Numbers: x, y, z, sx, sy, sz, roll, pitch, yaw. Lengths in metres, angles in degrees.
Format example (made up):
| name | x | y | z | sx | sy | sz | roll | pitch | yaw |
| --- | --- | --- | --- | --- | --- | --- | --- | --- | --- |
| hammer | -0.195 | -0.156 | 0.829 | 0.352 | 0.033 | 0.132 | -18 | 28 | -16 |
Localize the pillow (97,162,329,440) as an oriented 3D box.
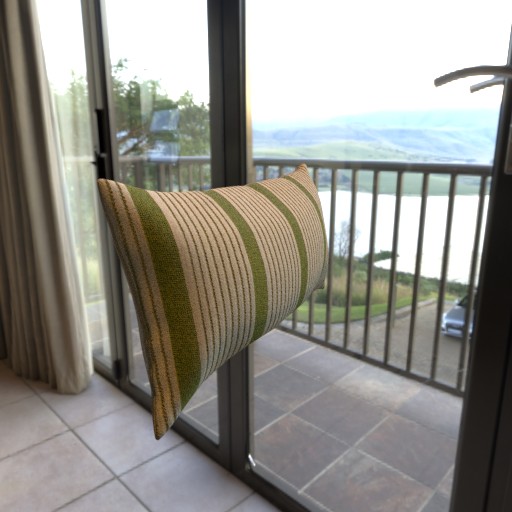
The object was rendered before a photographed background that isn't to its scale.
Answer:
| name | x | y | z | sx | sy | sz | roll | pitch | yaw |
| --- | --- | --- | --- | --- | --- | --- | --- | --- | --- |
| pillow | 0.000 | 0.000 | 0.741 | 0.156 | 0.292 | 0.608 | 7 | 16 | 26 |
